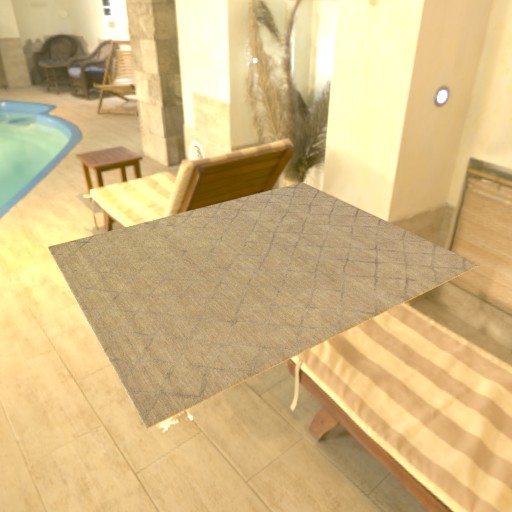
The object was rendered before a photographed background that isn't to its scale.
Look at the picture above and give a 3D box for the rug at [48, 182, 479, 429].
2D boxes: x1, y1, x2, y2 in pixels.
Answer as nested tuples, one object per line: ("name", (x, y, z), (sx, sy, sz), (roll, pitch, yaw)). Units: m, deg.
("rug", (0.000, 0.000, 3.977), (3.038, 0.019, 2.420), (-19, 35, -29))
